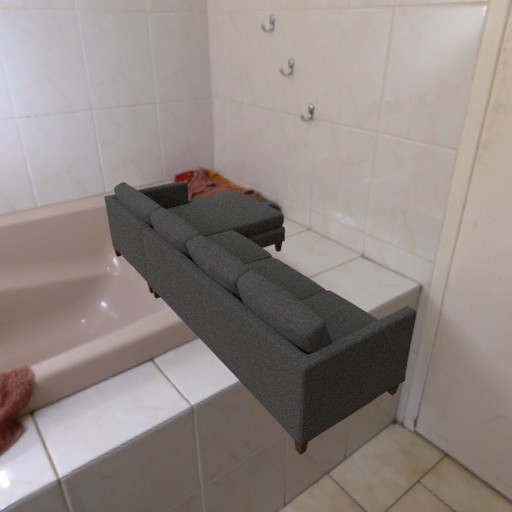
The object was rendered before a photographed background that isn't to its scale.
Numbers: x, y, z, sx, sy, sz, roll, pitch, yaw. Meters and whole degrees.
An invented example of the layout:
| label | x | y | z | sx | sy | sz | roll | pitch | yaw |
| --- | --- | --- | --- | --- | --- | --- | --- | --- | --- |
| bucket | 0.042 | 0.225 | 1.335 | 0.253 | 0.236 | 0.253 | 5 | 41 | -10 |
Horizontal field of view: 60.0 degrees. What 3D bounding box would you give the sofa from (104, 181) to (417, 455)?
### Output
| label | x | y | z | sx | sy | sz | roll | pitch | yaw |
| --- | --- | --- | --- | --- | --- | --- | --- | --- | --- |
| sofa | 0.000 | 0.000 | 3.943 | 1.625 | 0.846 | 3.186 | -18 | 33 | -31 |
